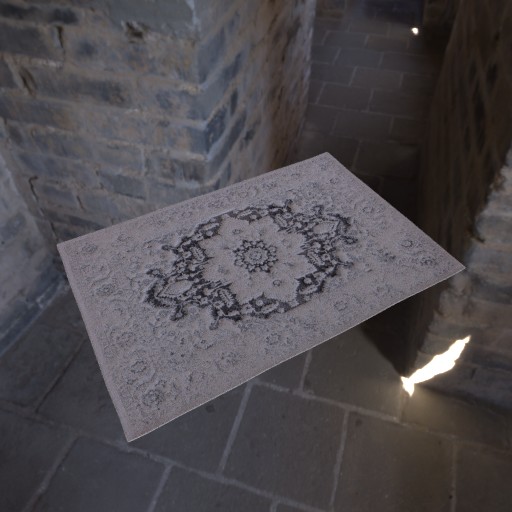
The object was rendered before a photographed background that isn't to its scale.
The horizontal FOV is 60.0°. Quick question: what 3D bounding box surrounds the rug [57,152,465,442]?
[{"bbox_3d":[0.000,0.000,2.351,1.813,0.008,1.223,-22,50,-20],"label":"rug"}]
